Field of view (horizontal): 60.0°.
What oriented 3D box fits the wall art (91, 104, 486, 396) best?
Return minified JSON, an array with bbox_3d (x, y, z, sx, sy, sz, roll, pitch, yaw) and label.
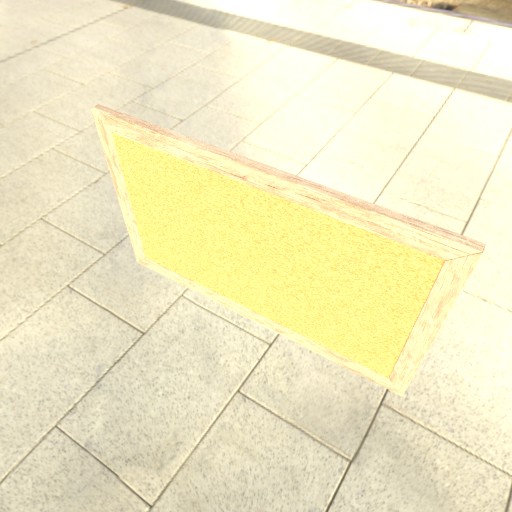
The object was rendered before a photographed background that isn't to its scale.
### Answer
[{"bbox_3d":[0.000,0.000,0.959,0.780,0.480,0.021,24,52,20],"label":"wall art"}]
